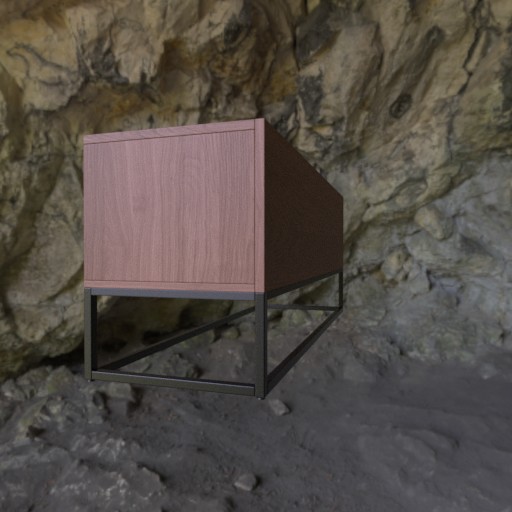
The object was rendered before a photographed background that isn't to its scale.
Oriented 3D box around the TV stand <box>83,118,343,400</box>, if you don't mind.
[{"bbox_3d":[0.000,0.000,1.416,0.415,0.500,1.200,0,1,18],"label":"TV stand"}]
